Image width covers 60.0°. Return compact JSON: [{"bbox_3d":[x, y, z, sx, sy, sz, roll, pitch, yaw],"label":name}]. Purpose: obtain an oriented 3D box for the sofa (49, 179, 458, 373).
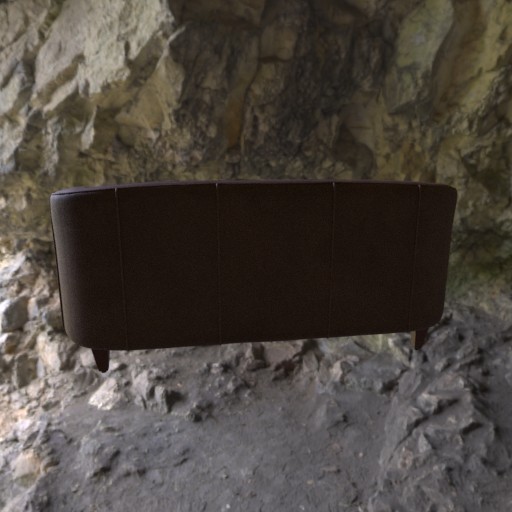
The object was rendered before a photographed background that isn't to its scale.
[{"bbox_3d":[0.000,0.000,2.210,1.767,0.799,0.917,-2,14,-9],"label":"sofa"}]
